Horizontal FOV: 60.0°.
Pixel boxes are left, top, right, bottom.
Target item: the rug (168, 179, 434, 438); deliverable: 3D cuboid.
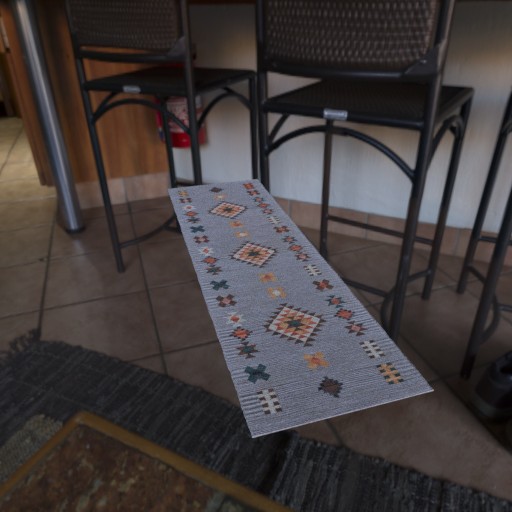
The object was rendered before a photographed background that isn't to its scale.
[{"bbox_3d":[0.000,0.000,2.689,0.766,0.008,2.432,-9,32,-14],"label":"rug"}]
